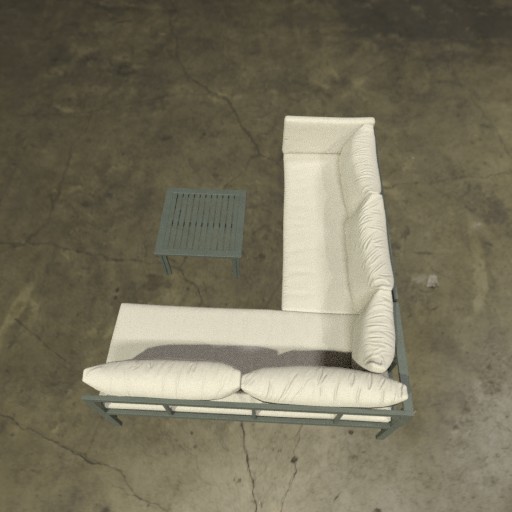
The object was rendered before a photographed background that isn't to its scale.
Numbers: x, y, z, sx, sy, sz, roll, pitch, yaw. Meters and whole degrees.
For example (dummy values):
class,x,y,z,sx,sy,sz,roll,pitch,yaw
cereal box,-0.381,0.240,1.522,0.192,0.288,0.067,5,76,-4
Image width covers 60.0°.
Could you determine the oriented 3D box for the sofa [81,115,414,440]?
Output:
class,x,y,z,sx,sy,sz,roll,pitch,yaw
sofa,0.000,0.000,2.966,1.658,0.758,2.096,2,58,2
